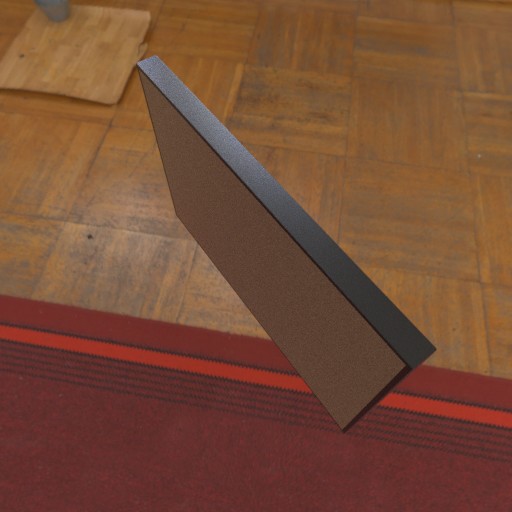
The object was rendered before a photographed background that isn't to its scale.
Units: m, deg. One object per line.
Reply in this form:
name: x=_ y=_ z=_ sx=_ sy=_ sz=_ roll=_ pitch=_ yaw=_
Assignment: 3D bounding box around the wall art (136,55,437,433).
wall art: x=0.000 y=0.000 z=1.186 sx=0.058 sy=0.640 sz=0.939 roll=-32 pitch=64 yaw=-17
